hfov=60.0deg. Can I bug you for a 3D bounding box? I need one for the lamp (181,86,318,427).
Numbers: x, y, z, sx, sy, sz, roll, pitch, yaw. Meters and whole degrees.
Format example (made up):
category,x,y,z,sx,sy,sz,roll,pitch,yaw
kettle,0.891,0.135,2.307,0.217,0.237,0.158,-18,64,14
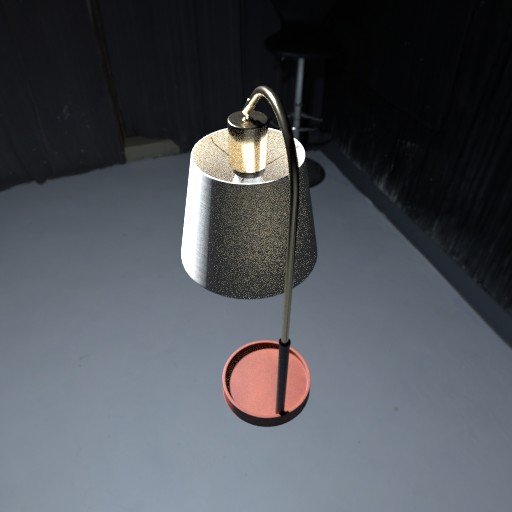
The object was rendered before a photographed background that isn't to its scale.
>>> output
category,x,y,z,sx,sy,sz,roll,pitch,yaw
lamp,0.000,0.000,0.660,0.211,0.536,0.273,-13,44,-14
